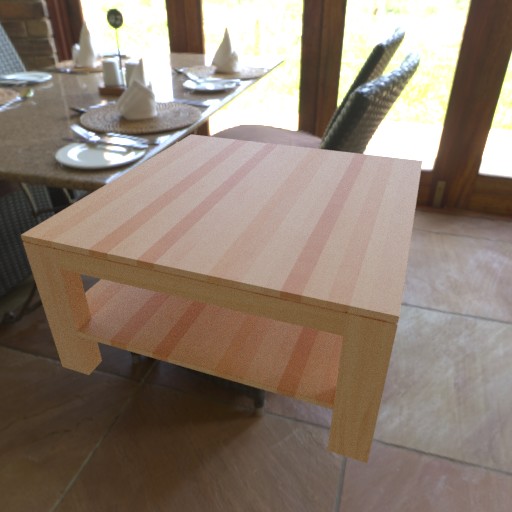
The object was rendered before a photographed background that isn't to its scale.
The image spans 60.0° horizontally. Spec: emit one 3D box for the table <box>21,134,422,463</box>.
[{"bbox_3d":[0.000,0.000,1.432,0.900,0.450,0.900,11,33,17],"label":"table"}]
